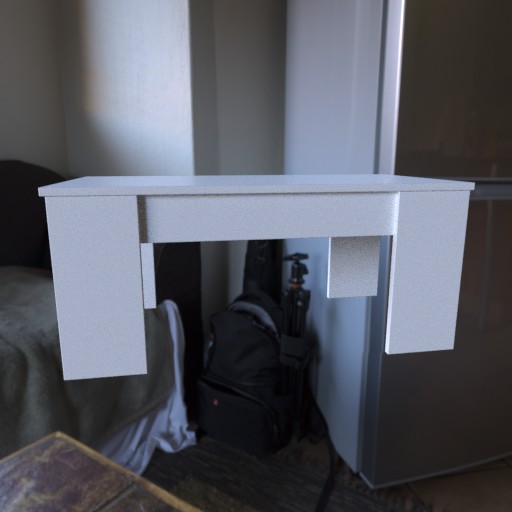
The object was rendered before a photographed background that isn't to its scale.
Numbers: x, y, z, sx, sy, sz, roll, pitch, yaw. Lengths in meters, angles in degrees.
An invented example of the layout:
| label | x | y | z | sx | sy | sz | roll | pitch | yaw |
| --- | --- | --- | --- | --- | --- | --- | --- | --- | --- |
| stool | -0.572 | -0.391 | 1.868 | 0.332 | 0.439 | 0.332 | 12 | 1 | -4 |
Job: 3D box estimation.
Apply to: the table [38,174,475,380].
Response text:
| label | x | y | z | sx | sy | sz | roll | pitch | yaw |
| --- | --- | --- | --- | --- | --- | --- | --- | --- | --- |
| table | 0.000 | 0.000 | 1.287 | 1.000 | 0.440 | 0.500 | -2 | 13 | -10 |
